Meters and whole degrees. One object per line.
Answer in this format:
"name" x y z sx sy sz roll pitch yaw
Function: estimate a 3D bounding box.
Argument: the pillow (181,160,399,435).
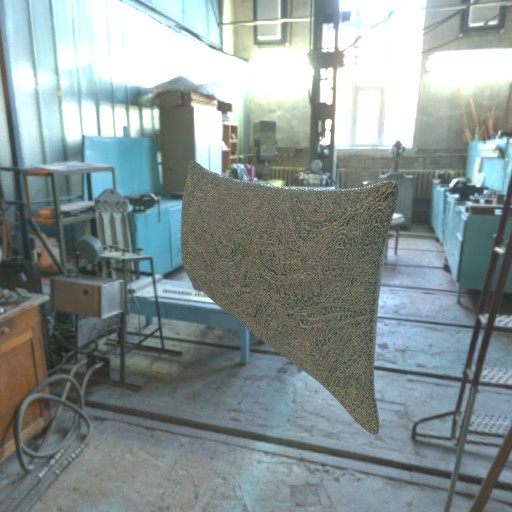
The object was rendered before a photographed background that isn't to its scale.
"pillow" 0.000 0.000 0.744 0.151 0.295 0.615 -7 16 -27
